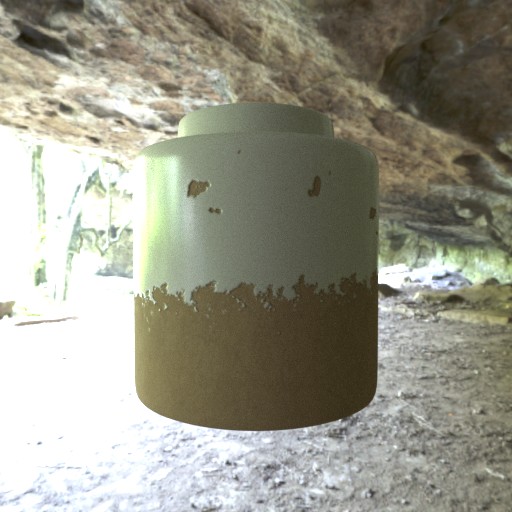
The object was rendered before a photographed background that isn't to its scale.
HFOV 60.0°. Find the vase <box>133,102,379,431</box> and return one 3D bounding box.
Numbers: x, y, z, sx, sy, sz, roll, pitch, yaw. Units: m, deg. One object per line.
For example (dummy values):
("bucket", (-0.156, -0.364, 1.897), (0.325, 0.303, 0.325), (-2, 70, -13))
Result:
("vase", (0.000, 0.000, 0.286), (0.153, 0.167, 0.153), (0, 2, 0))
